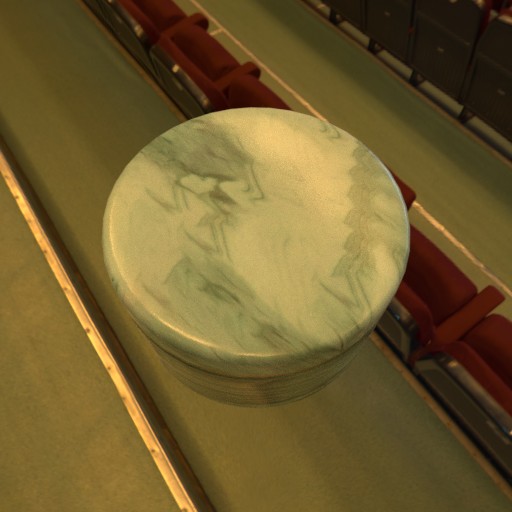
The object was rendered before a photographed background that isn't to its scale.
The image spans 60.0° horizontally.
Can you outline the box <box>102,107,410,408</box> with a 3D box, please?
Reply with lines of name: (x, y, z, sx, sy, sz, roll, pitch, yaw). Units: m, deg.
box: (0.000, 0.000, 0.170, 0.101, 0.063, 0.101, 0, 60, 0)
